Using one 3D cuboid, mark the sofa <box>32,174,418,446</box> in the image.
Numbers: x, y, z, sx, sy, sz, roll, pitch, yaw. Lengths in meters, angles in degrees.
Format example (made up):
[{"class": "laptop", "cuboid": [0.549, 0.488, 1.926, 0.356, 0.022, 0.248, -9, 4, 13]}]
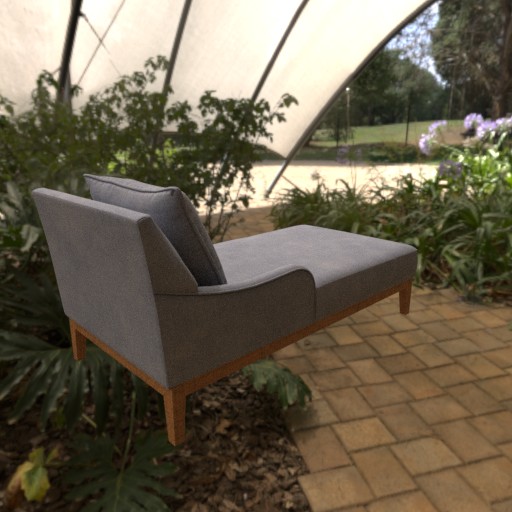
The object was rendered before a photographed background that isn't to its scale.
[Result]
[{"class": "sofa", "cuboid": [0.000, 0.000, 2.254, 1.779, 0.883, 0.904, -15, 22, -42]}]
